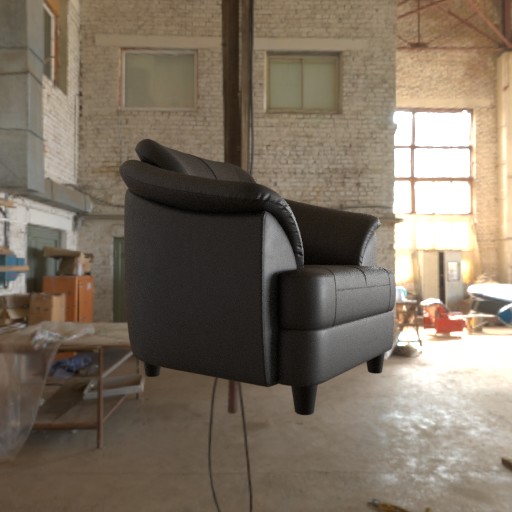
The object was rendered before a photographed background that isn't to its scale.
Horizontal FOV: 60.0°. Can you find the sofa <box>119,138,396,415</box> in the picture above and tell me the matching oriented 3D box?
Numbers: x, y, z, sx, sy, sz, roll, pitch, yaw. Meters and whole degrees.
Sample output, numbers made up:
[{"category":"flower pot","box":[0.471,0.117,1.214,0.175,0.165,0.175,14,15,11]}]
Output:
[{"category":"sofa","box":[0.000,0.000,1.531,0.794,0.811,0.870,-1,-1,35]}]
